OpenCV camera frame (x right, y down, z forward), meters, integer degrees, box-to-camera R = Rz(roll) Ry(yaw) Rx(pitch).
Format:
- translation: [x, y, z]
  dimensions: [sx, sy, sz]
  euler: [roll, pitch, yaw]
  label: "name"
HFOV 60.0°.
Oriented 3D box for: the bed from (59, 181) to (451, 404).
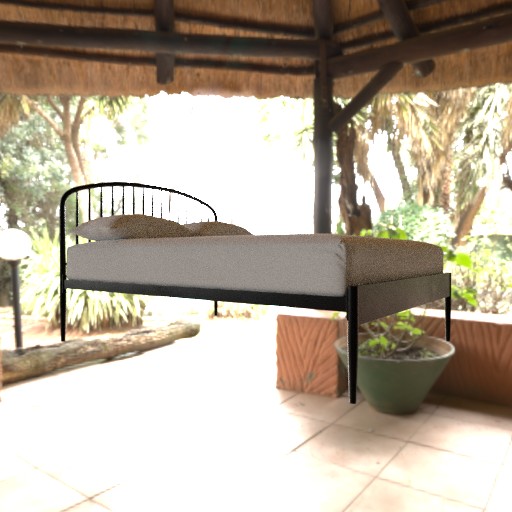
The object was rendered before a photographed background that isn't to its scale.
- translation: [0.000, 0.000, 3.034]
  dimensions: [2.159, 1.166, 1.618]
  euler: [0, 0, 36]
  label: "bed"
